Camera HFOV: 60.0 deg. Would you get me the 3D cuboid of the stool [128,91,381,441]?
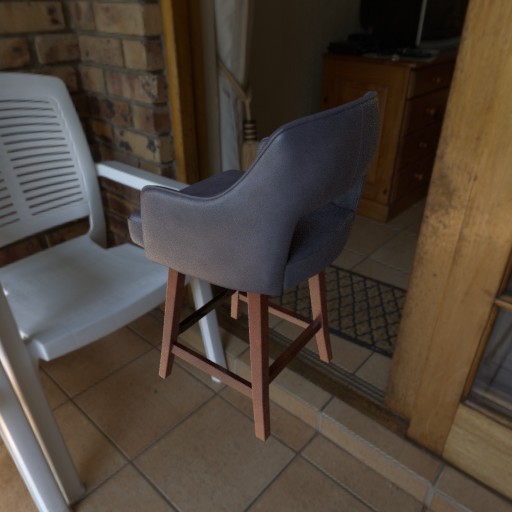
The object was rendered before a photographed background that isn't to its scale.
[{"bbox_3d":[0.000,0.000,1.294,0.560,0.936,0.550,20,37,30],"label":"stool"}]
